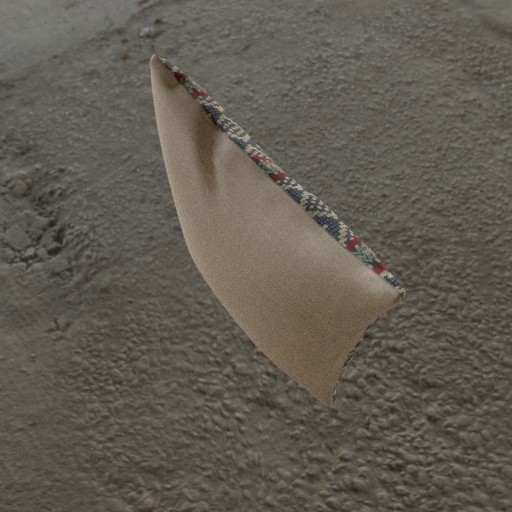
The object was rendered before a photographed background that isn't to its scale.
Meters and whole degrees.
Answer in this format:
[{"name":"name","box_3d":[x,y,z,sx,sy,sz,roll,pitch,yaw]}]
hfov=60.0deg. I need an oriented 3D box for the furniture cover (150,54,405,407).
[{"name":"furniture cover","box_3d":[0.000,0.000,0.657,0.139,0.431,0.431,-33,65,-18]}]
